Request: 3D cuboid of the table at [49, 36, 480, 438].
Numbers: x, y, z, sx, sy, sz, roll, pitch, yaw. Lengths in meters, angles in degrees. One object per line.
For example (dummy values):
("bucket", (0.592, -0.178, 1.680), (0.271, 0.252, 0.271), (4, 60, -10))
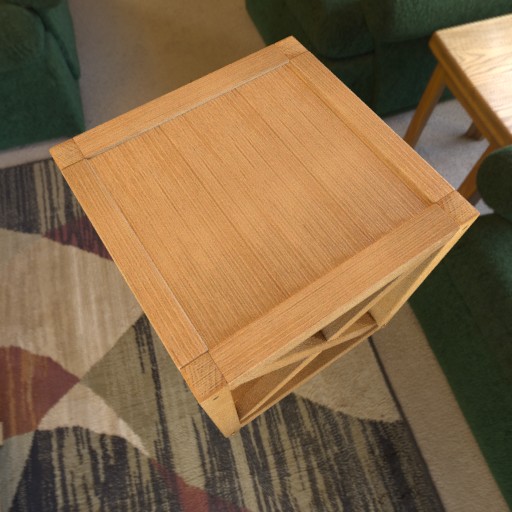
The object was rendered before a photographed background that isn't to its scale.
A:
("table", (0.000, 0.000, 1.059), (0.559, 0.610, 0.558), (-31, 68, -14))
